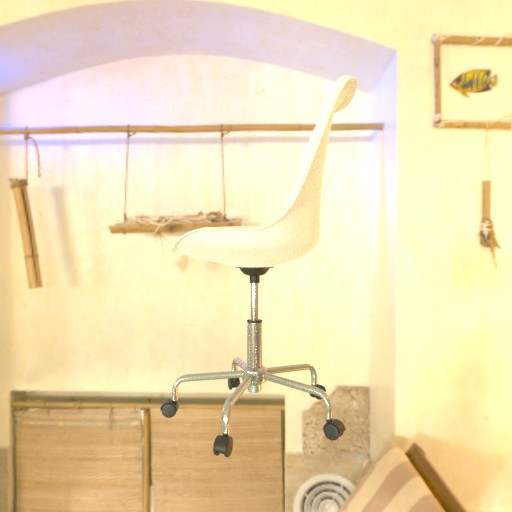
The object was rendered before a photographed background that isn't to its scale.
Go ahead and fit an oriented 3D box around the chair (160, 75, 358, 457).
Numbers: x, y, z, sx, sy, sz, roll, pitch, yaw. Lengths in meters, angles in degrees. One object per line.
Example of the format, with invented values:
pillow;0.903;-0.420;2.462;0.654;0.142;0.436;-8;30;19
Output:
chair;0.000;0.000;1.279;0.550;0.930;0.550;0;1;1
